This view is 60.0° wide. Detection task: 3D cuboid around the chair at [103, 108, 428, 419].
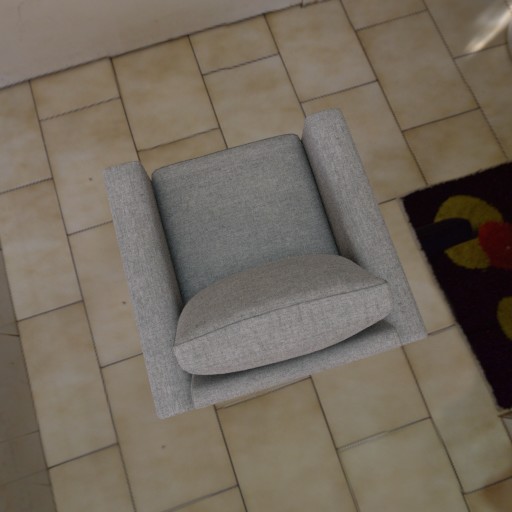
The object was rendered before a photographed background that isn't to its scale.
[{"bbox_3d":[0.000,0.000,1.890,1.024,1.010,1.038,-16,76,-4],"label":"chair"}]
